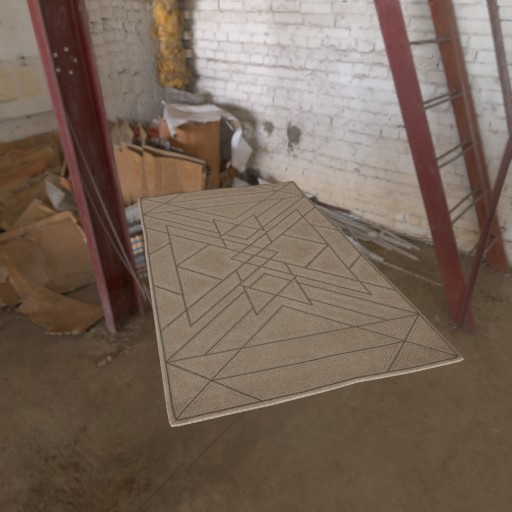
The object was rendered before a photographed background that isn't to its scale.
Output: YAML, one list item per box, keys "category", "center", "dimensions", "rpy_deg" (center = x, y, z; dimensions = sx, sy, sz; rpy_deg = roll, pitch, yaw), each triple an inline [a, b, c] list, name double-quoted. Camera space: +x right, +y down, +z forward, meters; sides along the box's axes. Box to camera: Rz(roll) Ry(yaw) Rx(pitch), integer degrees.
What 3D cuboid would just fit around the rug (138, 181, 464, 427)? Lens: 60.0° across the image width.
- category: "rug"
  center: [0.000, 0.000, 1.069]
  dimensions: [0.511, 0.008, 0.869]
  rpy_deg: [-8, 32, -14]
